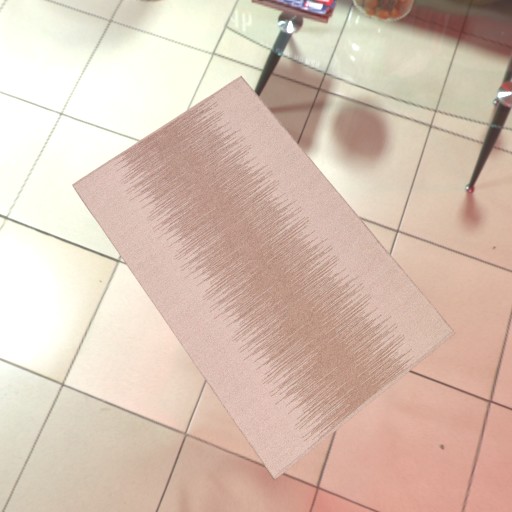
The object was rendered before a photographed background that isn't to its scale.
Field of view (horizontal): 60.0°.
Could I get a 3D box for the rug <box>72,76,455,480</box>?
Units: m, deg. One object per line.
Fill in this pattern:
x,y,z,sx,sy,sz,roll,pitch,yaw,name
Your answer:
0.000,0.000,3.081,1.522,0.012,2.440,-36,79,-8,rug
